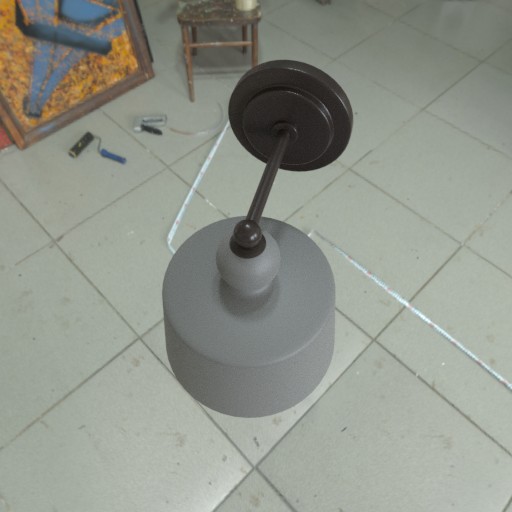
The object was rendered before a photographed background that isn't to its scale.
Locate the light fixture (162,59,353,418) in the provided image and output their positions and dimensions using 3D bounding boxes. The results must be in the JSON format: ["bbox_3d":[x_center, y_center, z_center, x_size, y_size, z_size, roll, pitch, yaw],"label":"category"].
[{"bbox_3d":[0.000,0.000,0.442,0.204,0.268,0.254,14,58,9],"label":"light fixture"}]
